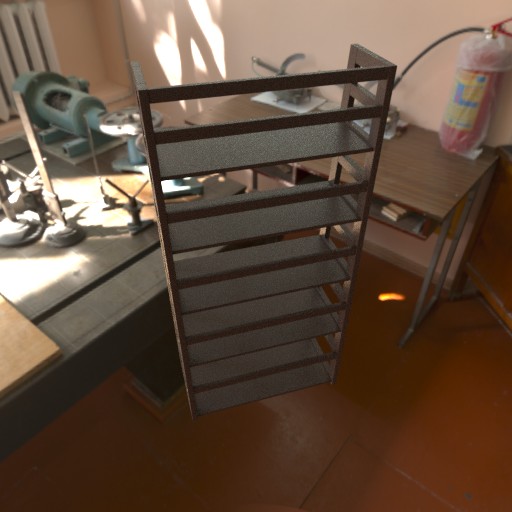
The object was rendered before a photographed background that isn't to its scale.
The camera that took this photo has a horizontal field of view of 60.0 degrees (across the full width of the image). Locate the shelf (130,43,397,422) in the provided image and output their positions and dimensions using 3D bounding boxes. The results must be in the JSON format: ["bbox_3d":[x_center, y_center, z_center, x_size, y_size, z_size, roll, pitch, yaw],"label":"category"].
[{"bbox_3d":[0.000,0.000,1.890,0.763,1.600,0.403,-11,40,-13],"label":"shelf"}]
